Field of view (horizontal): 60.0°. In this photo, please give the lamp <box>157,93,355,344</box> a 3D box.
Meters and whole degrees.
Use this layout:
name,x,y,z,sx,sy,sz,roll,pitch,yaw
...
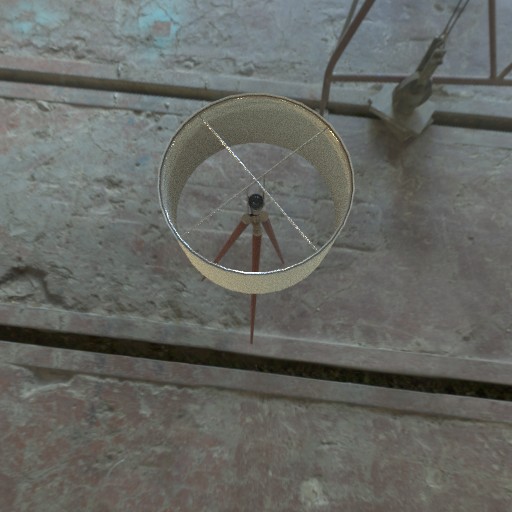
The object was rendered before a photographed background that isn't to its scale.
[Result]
name,x,y,z,sx,sy,sz,roll,pitch,yaw
lamp,0.000,0.000,1.838,0.483,1.553,0.483,-38,79,-9
